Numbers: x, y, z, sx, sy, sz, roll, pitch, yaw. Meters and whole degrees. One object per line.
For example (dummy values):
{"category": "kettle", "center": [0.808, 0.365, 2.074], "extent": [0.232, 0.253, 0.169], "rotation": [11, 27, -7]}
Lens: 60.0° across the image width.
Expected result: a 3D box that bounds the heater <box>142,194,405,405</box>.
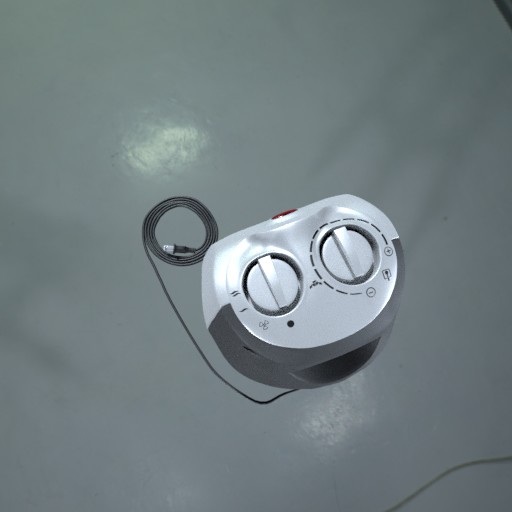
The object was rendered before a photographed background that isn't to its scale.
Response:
{"category": "heater", "center": [0.000, 0.000, 0.451], "extent": [0.239, 0.240, 0.291], "rotation": [-21, 76, -5]}
